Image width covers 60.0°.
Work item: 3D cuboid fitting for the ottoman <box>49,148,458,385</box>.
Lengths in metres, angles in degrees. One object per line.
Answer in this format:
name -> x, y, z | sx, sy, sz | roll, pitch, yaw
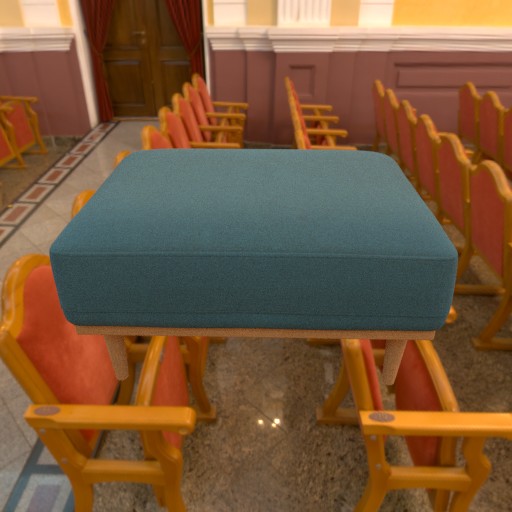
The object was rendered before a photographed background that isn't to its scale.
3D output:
ottoman -> 0.000, 0.000, 1.073 | 0.749, 0.428, 0.549 | 1, 31, 1
